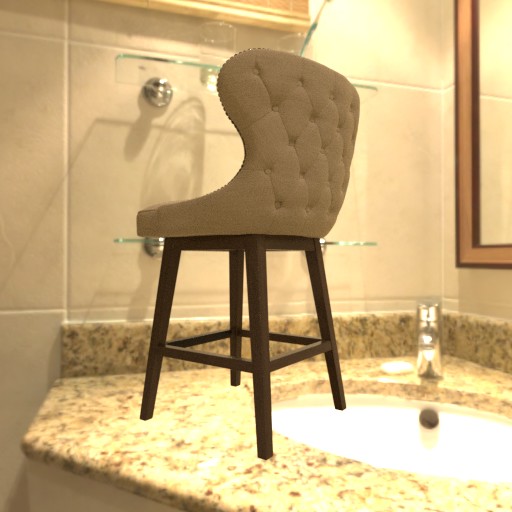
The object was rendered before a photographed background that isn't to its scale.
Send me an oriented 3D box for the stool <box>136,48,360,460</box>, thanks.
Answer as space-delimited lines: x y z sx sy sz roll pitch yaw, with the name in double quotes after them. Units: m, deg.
0.000 0.000 1.347 0.597 0.972 0.615 0 0 36 "stool"
